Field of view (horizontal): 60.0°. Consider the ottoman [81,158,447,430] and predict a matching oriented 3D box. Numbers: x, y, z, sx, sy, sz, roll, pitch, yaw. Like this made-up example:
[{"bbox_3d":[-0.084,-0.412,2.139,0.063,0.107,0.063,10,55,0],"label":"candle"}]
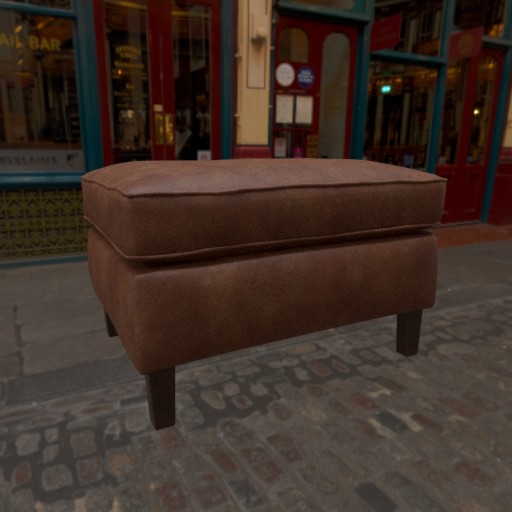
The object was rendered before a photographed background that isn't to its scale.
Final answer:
[{"bbox_3d":[0.000,0.000,0.984,0.665,0.418,0.501,-7,16,-27],"label":"ottoman"}]
